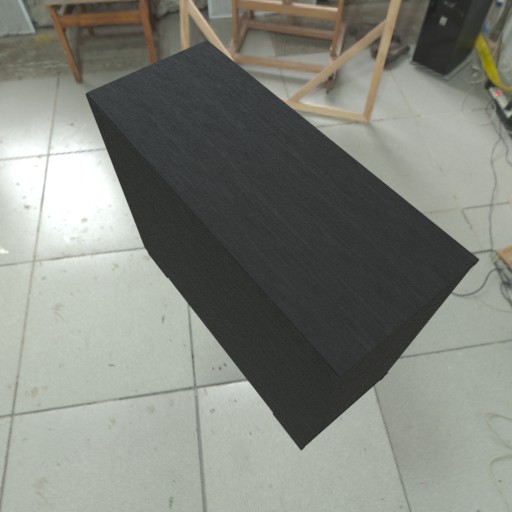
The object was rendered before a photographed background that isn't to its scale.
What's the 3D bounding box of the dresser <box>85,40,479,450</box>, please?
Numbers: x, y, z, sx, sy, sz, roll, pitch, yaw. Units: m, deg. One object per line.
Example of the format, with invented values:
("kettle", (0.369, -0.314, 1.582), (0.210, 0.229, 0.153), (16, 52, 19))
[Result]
("dresser", (0.000, 0.000, 1.408), (0.404, 0.816, 0.994), (-34, 64, -19))
